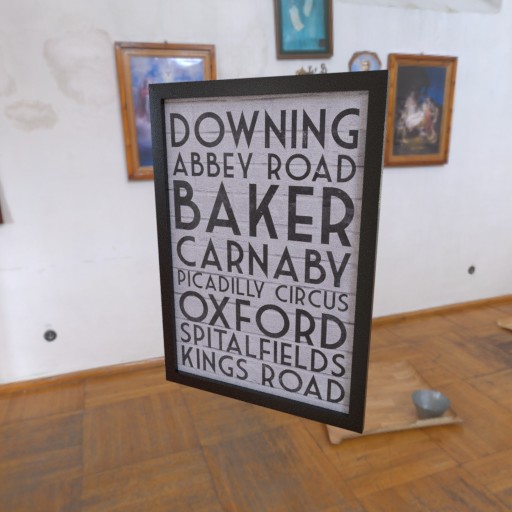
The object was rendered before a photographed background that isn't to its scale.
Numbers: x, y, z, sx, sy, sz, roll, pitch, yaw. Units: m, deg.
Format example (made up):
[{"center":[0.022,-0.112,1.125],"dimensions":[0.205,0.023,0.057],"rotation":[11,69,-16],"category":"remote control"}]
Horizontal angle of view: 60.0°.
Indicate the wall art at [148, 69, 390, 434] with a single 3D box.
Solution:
[{"center":[0.000,0.000,0.576],"dimensions":[0.304,0.432,0.013],"rotation":[7,17,24],"category":"wall art"}]
